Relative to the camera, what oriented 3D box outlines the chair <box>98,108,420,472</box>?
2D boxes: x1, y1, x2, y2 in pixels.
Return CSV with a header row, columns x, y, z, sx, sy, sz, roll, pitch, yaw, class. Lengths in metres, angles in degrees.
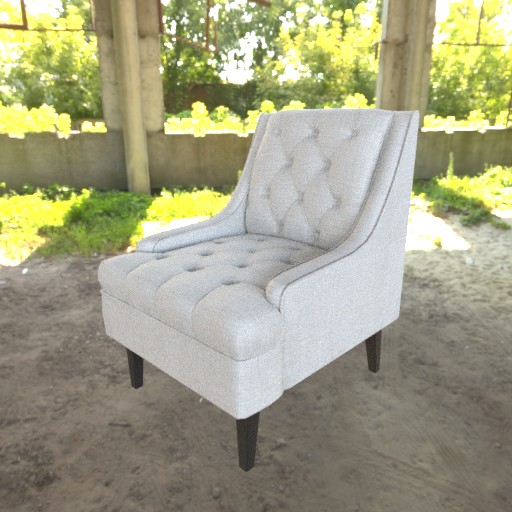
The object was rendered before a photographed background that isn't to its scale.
x,y,z,sx,sy,sz,roll,pitch,yaw,class
0.000,0.000,1.391,0.658,0.891,0.772,16,23,42,chair
